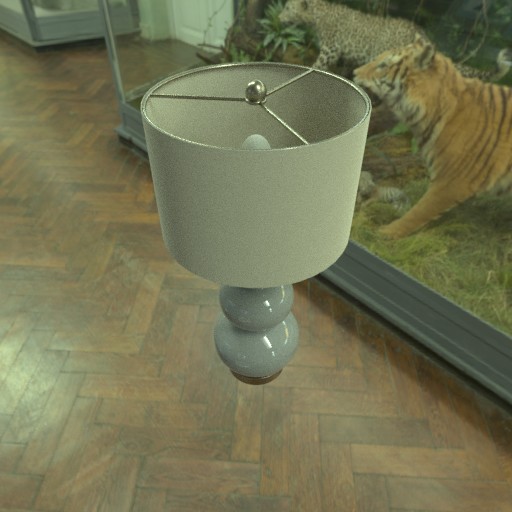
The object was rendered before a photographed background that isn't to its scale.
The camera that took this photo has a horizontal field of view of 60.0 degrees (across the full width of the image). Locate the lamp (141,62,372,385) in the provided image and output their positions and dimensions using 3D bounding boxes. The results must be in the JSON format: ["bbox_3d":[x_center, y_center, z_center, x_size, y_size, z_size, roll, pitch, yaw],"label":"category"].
[{"bbox_3d":[0.000,0.000,0.937,0.367,0.730,0.367,12,42,14],"label":"lamp"}]
